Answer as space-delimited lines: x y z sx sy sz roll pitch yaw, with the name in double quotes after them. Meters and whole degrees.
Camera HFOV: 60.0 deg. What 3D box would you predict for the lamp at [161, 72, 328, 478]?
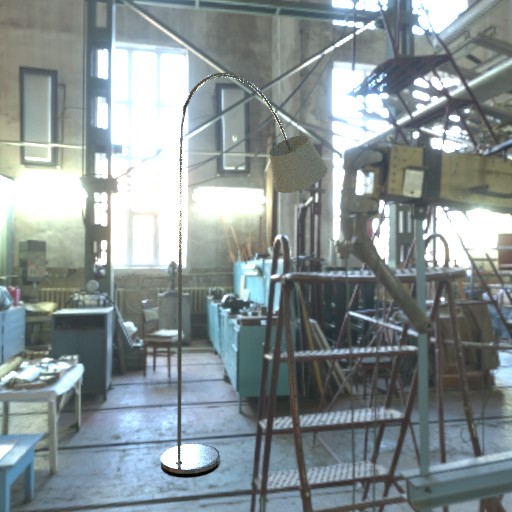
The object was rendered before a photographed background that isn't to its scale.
0.000 0.000 2.711 0.406 2.098 1.445 -1 -1 34 "lamp"
